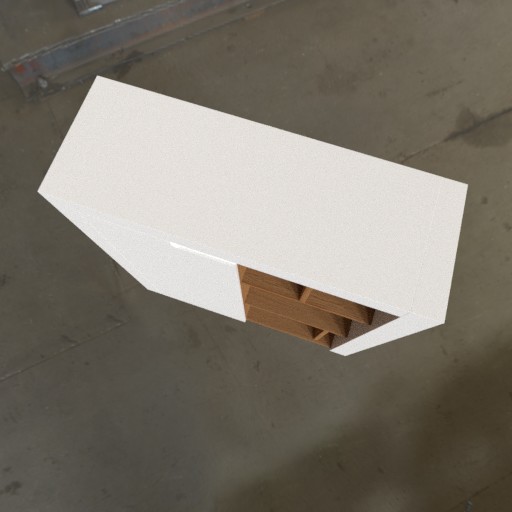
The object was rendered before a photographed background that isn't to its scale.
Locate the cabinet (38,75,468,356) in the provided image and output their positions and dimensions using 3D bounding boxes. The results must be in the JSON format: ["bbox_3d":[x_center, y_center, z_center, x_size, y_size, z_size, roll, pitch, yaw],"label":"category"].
[{"bbox_3d":[0.000,0.000,1.616,0.990,1.150,0.348,18,75,5],"label":"cabinet"}]
